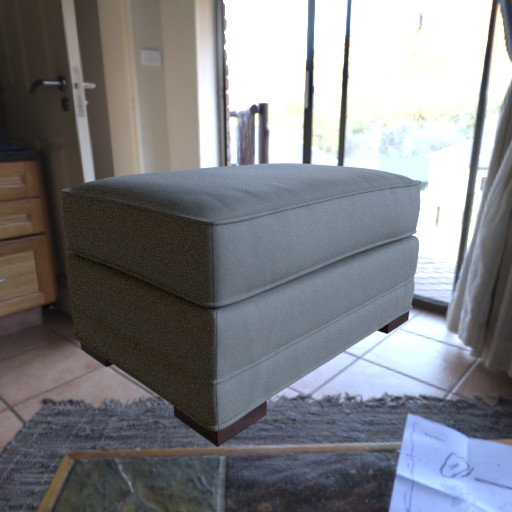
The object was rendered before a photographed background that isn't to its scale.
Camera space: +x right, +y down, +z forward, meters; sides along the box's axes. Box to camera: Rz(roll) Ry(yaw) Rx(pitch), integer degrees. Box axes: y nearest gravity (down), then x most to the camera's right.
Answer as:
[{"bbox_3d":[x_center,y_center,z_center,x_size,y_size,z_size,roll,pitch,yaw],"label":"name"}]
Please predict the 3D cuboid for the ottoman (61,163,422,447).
[{"bbox_3d":[0.000,0.000,1.241,0.611,0.482,0.848,15,22,42],"label":"ottoman"}]
